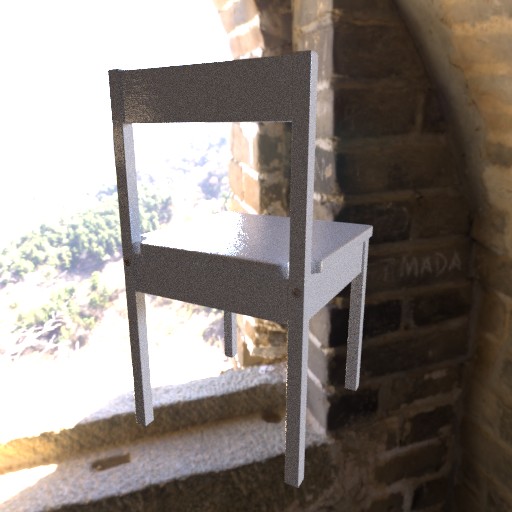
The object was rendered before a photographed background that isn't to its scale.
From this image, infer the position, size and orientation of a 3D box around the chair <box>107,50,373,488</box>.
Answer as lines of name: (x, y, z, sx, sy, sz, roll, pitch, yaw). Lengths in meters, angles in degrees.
chair: (0.000, 0.000, 0.875, 0.367, 0.668, 0.361, 8, 17, 28)
